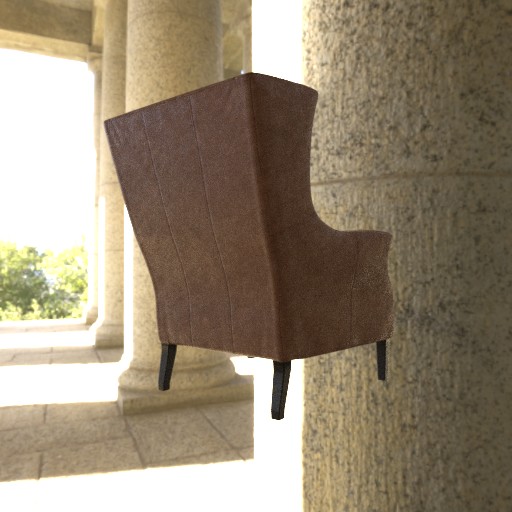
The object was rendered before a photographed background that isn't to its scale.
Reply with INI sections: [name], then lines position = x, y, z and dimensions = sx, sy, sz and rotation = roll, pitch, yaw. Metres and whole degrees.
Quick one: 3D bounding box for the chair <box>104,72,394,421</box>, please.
[chair]
position = 0.000, 0.000, 1.721
dimensions = 0.853, 1.016, 0.926
rotation = -1, -1, 37
